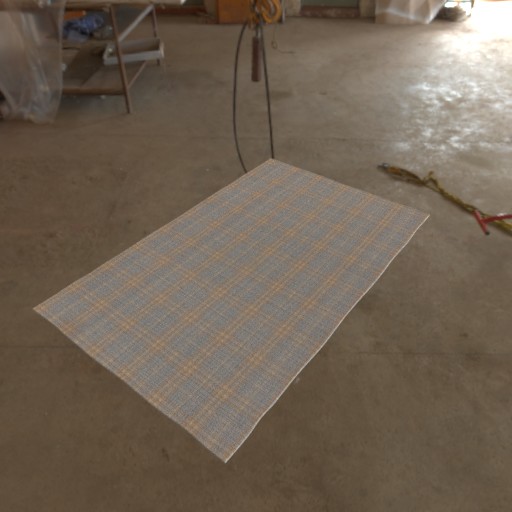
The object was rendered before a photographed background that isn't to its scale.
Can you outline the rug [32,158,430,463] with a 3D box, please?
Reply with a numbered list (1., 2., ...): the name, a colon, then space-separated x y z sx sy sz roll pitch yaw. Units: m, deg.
1. rug: 0.000 0.000 3.071 1.545 0.016 2.460 26 46 28
